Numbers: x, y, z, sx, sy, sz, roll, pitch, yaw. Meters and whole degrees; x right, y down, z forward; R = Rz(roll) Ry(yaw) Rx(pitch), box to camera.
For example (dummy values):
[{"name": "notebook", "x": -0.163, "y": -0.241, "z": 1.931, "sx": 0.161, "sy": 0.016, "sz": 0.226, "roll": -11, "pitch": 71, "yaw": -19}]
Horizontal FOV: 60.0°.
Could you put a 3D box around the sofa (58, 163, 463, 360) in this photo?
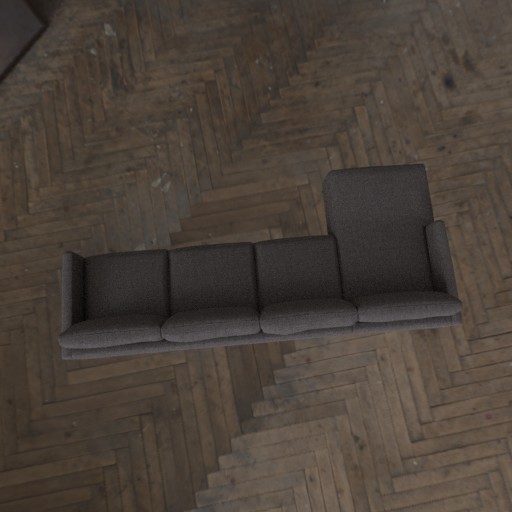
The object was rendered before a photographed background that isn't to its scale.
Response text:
[{"name": "sofa", "x": 0.000, "y": 0.000, "z": 3.248, "sx": 2.731, "sy": 0.754, "sz": 1.258, "roll": -5, "pitch": 77, "yaw": -1}]
